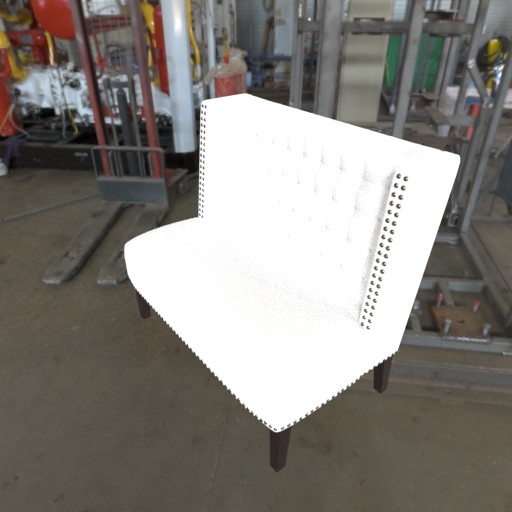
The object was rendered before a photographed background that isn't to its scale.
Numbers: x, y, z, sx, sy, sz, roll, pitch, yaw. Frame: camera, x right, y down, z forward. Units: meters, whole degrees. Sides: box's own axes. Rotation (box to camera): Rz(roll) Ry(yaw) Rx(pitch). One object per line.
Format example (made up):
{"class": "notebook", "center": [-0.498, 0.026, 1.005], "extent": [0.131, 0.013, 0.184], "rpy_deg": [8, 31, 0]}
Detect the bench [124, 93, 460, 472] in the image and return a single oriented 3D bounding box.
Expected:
{"class": "bench", "center": [0.000, 0.000, 2.038], "extent": [0.847, 1.123, 1.280], "rpy_deg": [-23, 38, -31]}
